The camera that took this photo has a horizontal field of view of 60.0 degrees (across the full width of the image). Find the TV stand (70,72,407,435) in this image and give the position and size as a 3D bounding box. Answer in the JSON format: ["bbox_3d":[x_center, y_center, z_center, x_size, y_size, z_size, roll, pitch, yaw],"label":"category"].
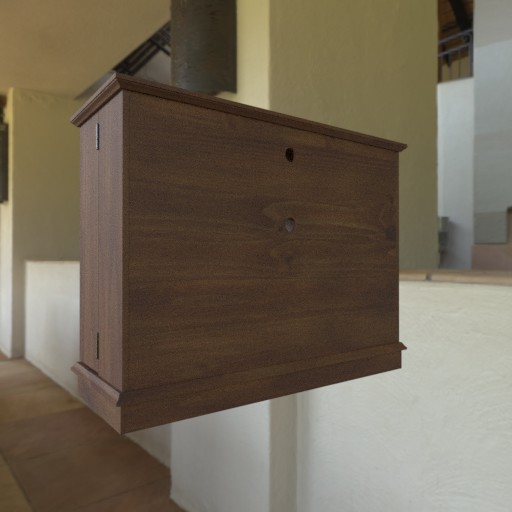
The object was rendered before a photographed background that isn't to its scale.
[{"bbox_3d":[0.000,0.000,1.460,1.067,0.813,0.406,0,0,-36],"label":"TV stand"}]
